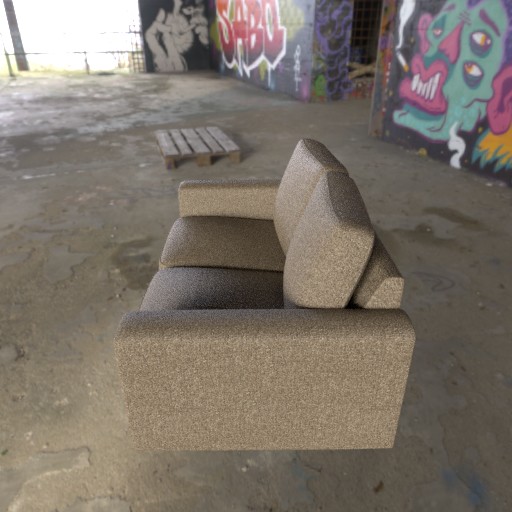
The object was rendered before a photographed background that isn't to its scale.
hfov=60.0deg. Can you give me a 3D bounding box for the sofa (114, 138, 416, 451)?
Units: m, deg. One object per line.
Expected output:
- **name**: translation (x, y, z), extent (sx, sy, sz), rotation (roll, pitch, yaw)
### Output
- **sofa**: translation (0.000, 0.000, 2.177), extent (1.016, 0.873, 1.616), rotation (0, 28, -1)
